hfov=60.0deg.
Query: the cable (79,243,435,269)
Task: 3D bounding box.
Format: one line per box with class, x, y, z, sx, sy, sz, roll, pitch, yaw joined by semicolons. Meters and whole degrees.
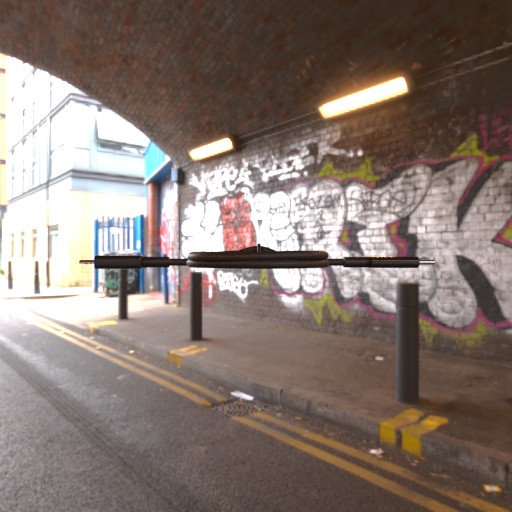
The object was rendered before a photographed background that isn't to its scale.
cable;0.000;0.000;0.217;0.192;0.014;0.070;0;0;0
